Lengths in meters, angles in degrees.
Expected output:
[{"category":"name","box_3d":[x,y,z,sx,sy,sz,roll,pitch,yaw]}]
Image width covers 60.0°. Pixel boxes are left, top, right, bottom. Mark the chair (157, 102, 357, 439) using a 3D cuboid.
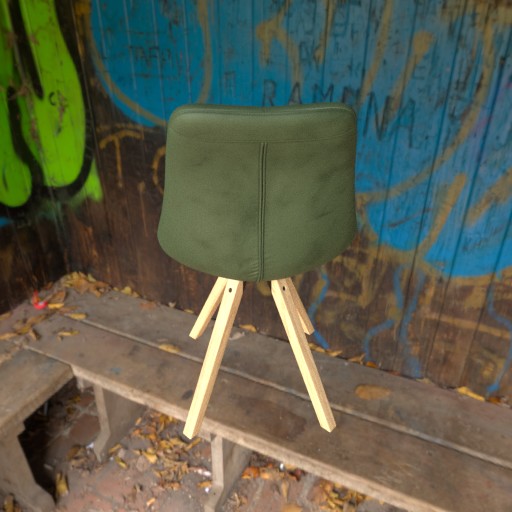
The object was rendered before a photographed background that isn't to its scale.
[{"category":"chair","box_3d":[0.000,0.000,1.168,0.483,0.865,0.547,-2,29,-3]}]
